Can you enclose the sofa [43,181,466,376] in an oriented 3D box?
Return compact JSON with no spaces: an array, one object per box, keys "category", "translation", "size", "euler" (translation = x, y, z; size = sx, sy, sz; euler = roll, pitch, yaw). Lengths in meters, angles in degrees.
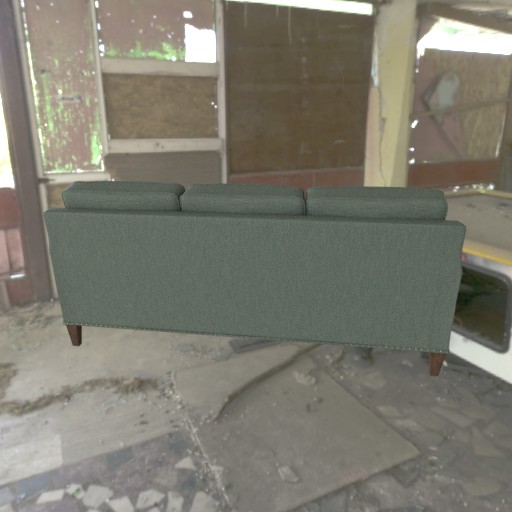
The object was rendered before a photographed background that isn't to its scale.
[{"category":"sofa","translation":[0.000,0.000,2.820],"size":[2.246,1.003,1.084],"euler":[3,17,9]}]
